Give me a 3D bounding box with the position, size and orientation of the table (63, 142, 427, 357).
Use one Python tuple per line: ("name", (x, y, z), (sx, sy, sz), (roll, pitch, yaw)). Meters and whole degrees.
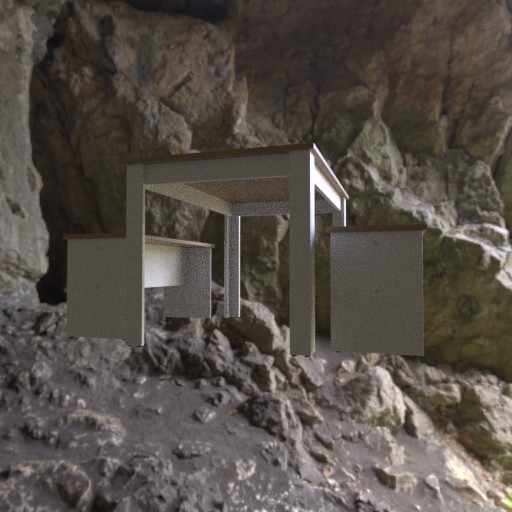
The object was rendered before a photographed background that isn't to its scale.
("table", (0.000, 0.000, 2.067), (1.443, 0.700, 1.100), (-1, -2, 18))
